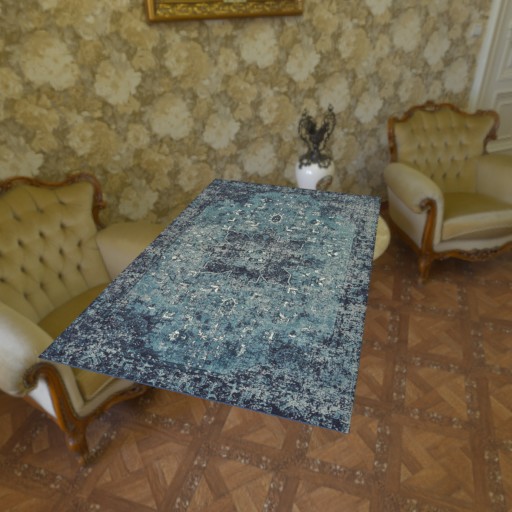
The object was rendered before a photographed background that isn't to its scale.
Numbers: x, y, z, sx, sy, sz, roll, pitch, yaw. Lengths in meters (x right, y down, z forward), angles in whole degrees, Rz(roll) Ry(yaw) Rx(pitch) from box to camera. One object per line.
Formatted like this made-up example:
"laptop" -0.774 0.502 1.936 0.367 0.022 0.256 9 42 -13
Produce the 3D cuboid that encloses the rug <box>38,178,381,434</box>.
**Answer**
"rug" 0.000 0.000 2.991 1.525 0.007 2.440 9 33 14
